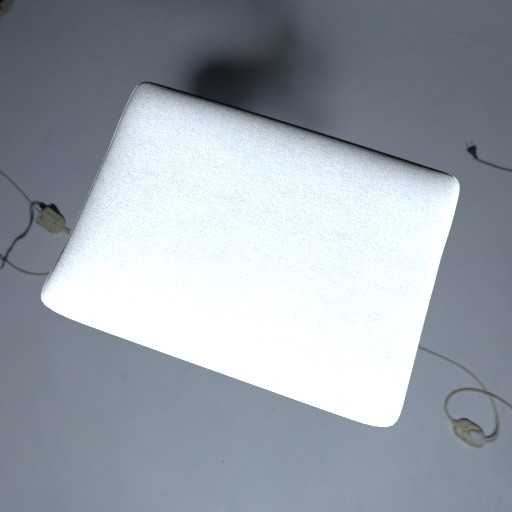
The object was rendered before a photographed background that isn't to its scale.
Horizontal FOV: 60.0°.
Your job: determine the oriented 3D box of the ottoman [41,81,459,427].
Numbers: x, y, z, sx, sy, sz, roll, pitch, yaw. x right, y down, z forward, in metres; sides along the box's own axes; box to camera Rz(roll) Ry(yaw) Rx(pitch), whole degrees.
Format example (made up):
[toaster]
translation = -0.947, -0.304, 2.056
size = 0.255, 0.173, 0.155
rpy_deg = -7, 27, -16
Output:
[ottoman]
translation = 0.000, 0.000, 1.049
size = 0.749, 0.428, 0.549
rpy_deg = 18, 77, 4
